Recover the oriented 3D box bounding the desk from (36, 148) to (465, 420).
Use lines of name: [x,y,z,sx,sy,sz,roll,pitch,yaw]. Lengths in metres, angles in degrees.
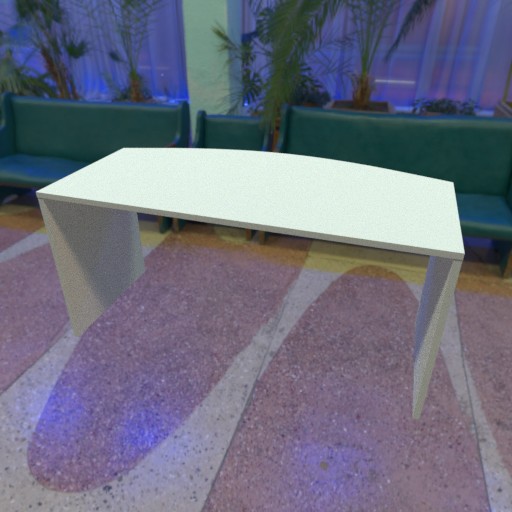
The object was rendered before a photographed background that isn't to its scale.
desk: [0.000,0.000,2.083,1.600,0.750,0.802,9,31,16]
